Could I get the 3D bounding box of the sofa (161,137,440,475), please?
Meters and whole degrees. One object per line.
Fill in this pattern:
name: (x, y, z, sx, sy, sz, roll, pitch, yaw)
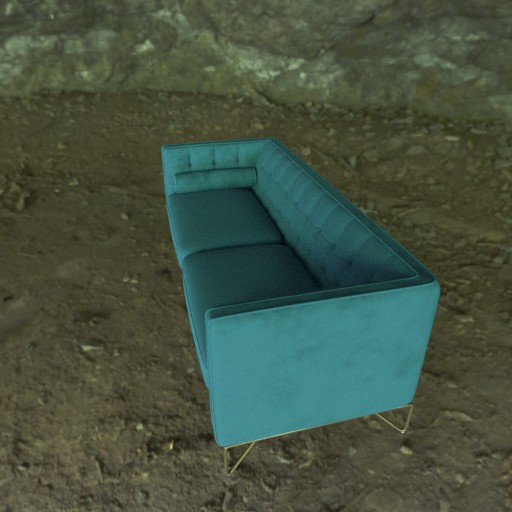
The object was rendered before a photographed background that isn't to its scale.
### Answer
sofa: (0.000, 0.000, 2.505, 0.867, 0.789, 2.087, -7, 30, -13)
